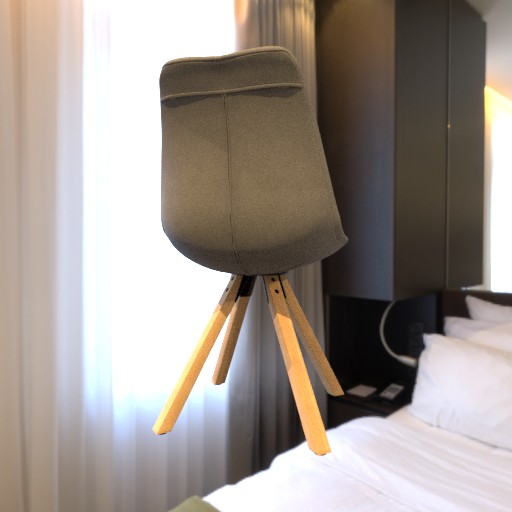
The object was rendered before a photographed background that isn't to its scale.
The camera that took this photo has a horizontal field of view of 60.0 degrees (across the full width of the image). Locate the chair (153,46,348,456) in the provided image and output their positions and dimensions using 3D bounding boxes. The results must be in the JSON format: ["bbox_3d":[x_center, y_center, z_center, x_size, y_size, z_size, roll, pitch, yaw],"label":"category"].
[{"bbox_3d":[0.000,0.000,1.183,0.474,0.863,0.549,0,2,16],"label":"chair"}]
